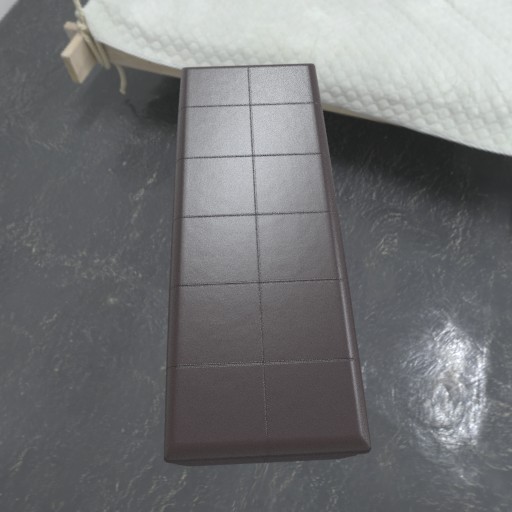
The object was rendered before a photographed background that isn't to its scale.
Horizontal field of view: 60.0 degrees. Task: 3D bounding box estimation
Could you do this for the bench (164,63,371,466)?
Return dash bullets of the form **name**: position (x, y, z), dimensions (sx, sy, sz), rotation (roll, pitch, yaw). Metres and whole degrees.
- **bench**: position (0.000, 0.000, 1.297), dimensions (0.429, 0.457, 1.092), rotation (-2, 63, -1)
